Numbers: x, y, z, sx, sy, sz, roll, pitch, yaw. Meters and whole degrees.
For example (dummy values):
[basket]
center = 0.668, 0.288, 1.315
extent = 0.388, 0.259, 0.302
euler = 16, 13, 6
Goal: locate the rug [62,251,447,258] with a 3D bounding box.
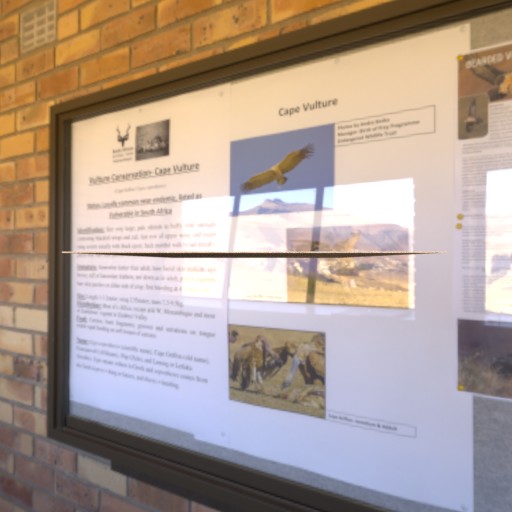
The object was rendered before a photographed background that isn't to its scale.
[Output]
[rug]
center = 0.000, 0.000, 3.729
extent = 1.981, 0.006, 2.895
euler = 0, -1, 0
